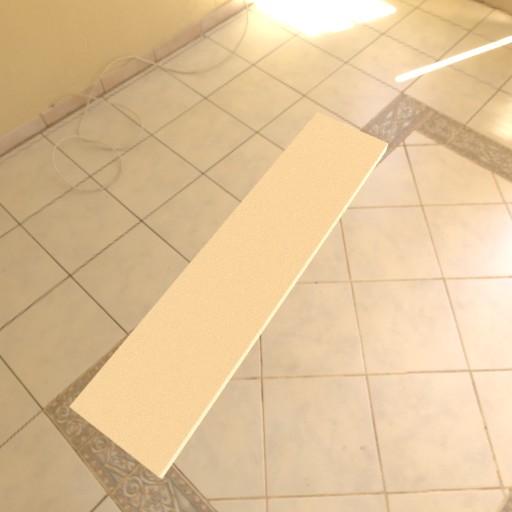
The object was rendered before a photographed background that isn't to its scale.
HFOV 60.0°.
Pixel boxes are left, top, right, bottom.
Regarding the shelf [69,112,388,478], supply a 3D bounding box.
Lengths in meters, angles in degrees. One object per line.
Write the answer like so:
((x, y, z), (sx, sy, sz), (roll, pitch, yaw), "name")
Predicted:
((0.000, 0.000, 0.653), (0.140, 0.020, 0.610), (29, 64, 16), "shelf")
